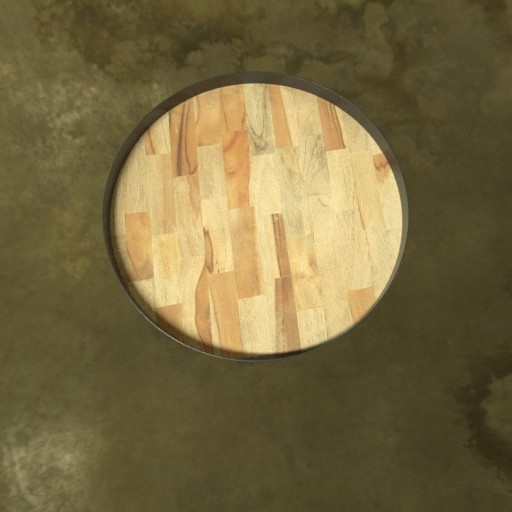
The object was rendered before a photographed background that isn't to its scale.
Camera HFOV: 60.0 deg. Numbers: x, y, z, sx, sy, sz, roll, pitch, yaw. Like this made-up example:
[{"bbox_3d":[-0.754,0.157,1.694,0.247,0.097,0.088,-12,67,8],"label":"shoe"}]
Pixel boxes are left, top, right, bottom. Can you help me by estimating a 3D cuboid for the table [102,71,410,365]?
[{"bbox_3d":[0.000,0.000,0.858,0.406,0.559,0.406,0,76,0],"label":"table"}]
